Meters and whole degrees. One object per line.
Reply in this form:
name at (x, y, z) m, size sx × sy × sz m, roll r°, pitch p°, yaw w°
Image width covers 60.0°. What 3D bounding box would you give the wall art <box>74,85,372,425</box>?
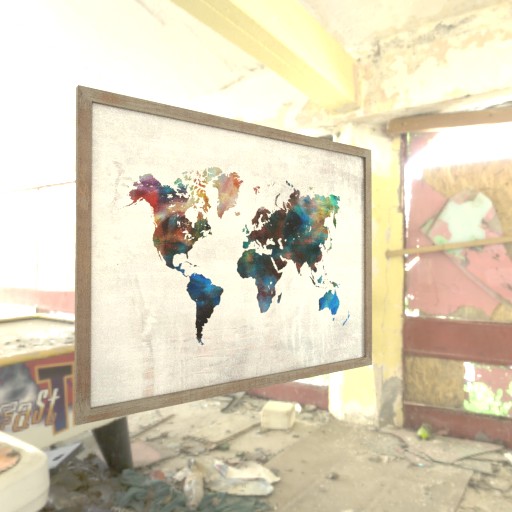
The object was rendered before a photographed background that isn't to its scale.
wall art at (0.000, 0.000, 1.309) m, size 1.012 × 0.774 × 0.019 m, roll 1°, pitch -1°, yaw -36°
